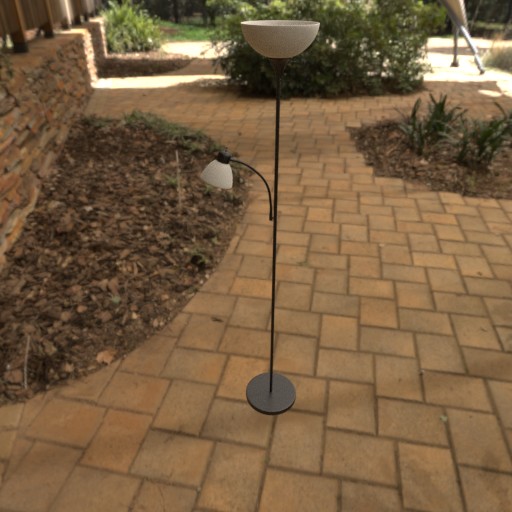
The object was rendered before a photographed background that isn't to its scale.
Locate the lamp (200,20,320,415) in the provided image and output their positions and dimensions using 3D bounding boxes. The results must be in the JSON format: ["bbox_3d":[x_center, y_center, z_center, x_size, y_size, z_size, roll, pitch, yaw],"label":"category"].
[{"bbox_3d":[0.000,0.000,1.938,0.442,1.804,0.279,-9,32,-15],"label":"lamp"}]
